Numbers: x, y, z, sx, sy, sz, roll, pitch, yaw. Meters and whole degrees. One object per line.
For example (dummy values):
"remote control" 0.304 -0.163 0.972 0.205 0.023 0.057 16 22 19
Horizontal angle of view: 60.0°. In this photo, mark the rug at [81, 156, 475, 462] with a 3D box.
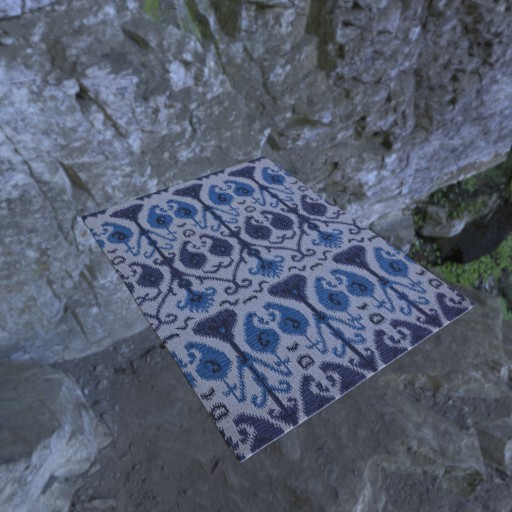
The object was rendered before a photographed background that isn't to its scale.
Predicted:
"rug" 0.000 0.000 4.346 2.443 0.024 3.228 -24 46 -25
